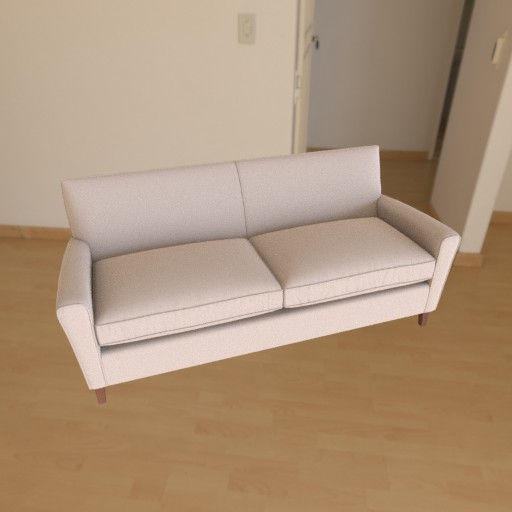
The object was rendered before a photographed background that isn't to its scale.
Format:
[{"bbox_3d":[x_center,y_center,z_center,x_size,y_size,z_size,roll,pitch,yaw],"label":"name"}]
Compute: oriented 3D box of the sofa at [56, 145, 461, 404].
[{"bbox_3d":[0.000,0.000,2.470,2.000,0.846,0.875,-10,32,-16],"label":"sofa"}]
